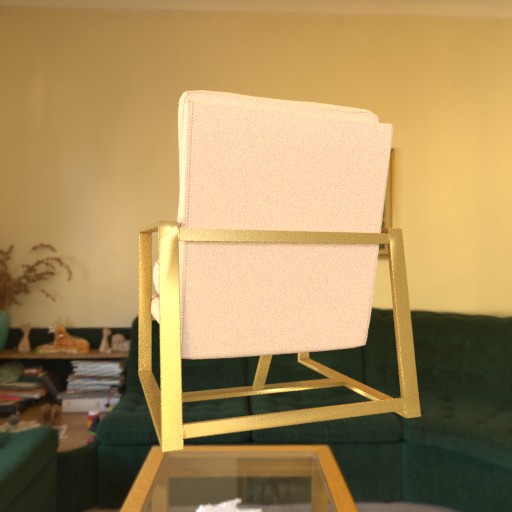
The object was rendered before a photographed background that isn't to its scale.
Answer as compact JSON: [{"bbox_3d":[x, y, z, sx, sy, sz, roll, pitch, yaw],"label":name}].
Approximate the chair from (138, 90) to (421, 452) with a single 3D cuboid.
[{"bbox_3d":[0.000,0.000,1.578,0.758,0.956,0.813,0,-1,-19],"label":"chair"}]
